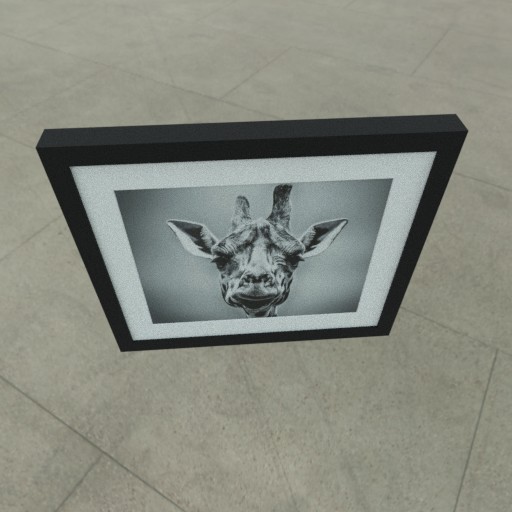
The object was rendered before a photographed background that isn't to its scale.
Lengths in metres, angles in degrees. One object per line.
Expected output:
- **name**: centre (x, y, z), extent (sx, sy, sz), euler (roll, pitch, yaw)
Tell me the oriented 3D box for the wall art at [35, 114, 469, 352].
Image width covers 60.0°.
- **wall art**: centre (0.000, 0.000, 0.519), extent (0.381, 0.330, 0.031), euler (-3, 47, -3)
